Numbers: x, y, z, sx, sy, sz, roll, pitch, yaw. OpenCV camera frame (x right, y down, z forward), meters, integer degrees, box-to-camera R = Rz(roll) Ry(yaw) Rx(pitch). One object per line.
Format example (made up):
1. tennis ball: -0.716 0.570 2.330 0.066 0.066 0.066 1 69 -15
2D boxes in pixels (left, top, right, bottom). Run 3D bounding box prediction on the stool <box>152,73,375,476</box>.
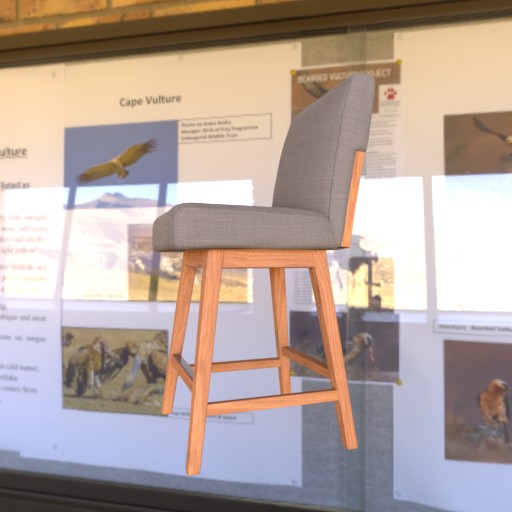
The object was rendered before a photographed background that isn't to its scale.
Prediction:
1. stool: 0.000 0.000 1.321 0.570 1.019 0.459 0 0 -20
